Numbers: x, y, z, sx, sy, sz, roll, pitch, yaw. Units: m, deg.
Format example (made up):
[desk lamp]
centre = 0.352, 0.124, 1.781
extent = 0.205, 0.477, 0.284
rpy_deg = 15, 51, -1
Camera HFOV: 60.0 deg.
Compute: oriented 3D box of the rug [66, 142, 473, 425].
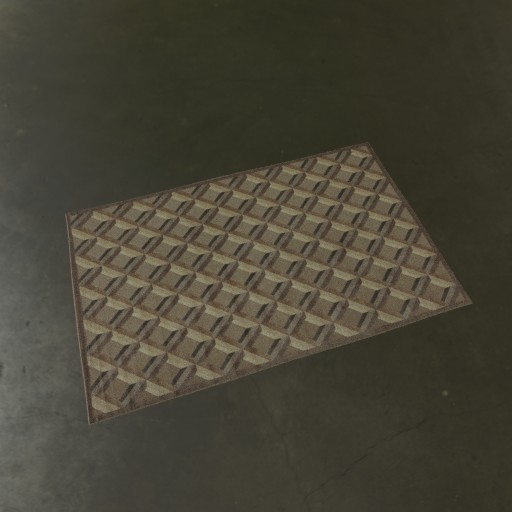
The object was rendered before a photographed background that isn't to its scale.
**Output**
[rug]
centre = 0.000, 0.000, 2.089
extent = 1.677, 0.011, 1.066
rpy_deg = -15, 59, -10
